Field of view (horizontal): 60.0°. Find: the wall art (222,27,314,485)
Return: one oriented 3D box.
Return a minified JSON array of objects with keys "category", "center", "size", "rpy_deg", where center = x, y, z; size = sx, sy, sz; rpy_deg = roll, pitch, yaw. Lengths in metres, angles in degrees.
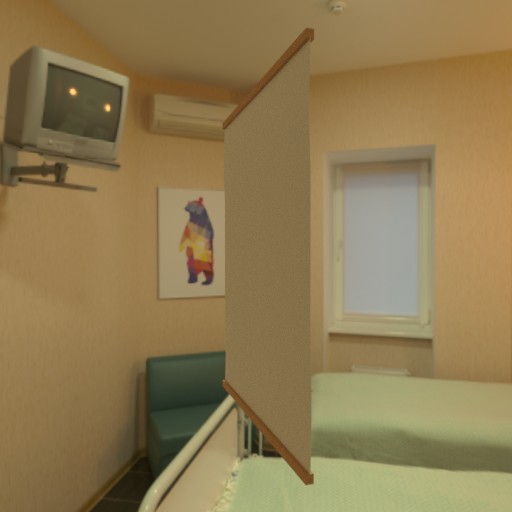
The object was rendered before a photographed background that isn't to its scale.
[{"category":"wall art","center":[0.000,0.000,0.806],"size":[0.011,0.605,0.458],"rpy_deg":[0,1,-18]}]
